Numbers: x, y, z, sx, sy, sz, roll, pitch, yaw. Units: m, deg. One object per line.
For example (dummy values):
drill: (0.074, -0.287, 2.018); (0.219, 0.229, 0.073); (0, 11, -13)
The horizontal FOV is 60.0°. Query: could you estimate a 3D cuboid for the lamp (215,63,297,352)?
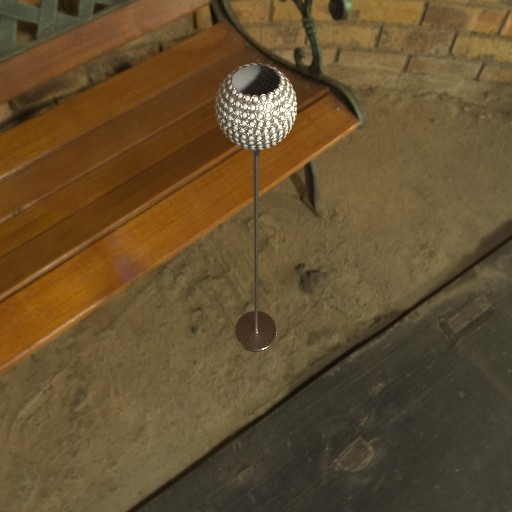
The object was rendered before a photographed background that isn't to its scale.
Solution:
lamp: (0.000, 0.000, 1.934); (0.254, 1.805, 0.254); (0, 59, 0)
